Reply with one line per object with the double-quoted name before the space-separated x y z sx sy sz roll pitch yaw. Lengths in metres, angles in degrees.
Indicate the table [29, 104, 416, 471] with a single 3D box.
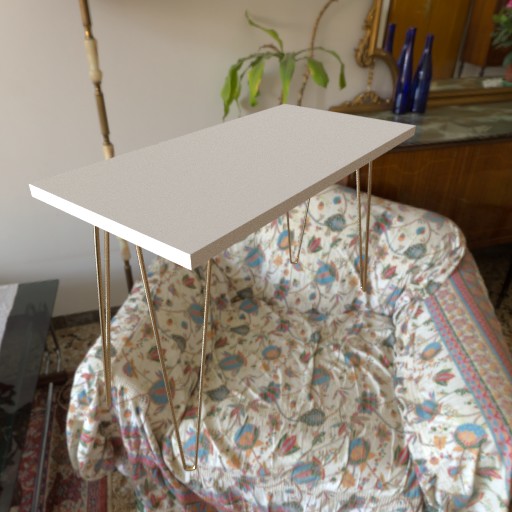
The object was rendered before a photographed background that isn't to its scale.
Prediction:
"table" 0.000 0.000 1.347 0.498 0.660 0.991 22 37 32
